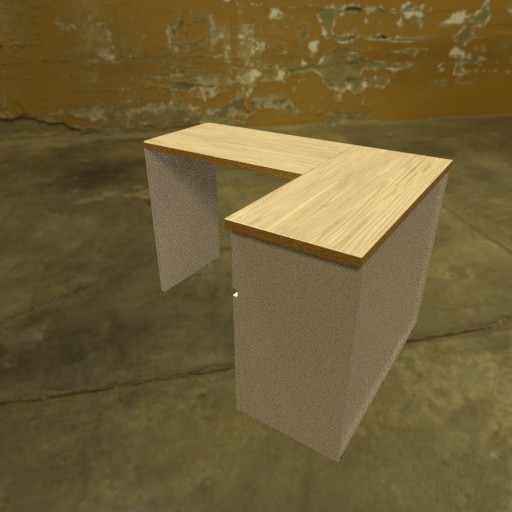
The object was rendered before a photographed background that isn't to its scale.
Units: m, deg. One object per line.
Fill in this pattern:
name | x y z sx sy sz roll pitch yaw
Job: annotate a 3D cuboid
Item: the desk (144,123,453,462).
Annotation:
desk | 0.000 0.000 1.792 1.170 0.760 0.900 18 33 29
